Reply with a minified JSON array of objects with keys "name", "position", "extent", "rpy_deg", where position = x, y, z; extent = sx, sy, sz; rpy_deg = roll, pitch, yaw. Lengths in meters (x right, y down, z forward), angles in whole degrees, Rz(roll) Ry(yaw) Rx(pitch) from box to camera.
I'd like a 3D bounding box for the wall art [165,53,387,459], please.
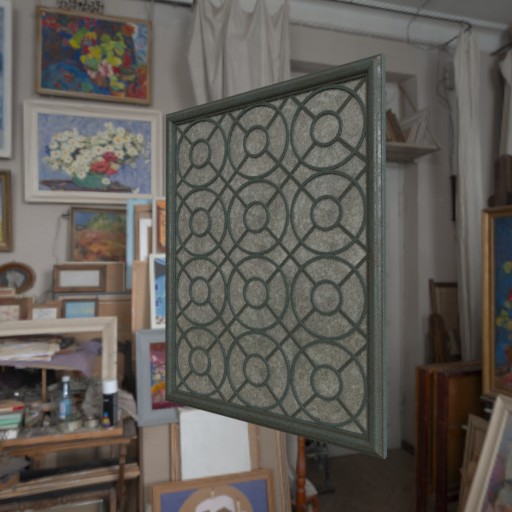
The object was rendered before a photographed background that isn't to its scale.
[{"name":"wall art","position":[0.000,0.000,1.300],"extent":[0.767,0.983,0.030],"rpy_deg":[-1,-1,36]}]
